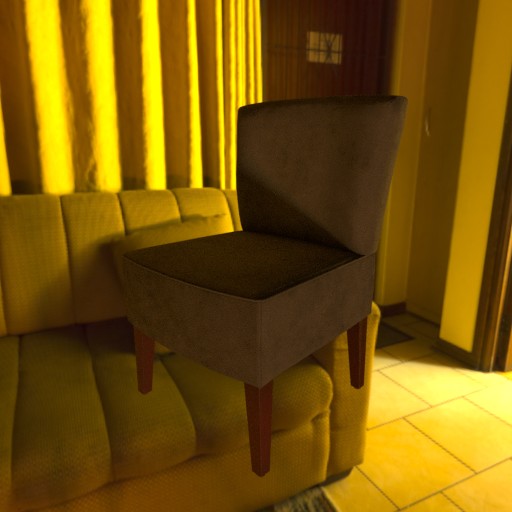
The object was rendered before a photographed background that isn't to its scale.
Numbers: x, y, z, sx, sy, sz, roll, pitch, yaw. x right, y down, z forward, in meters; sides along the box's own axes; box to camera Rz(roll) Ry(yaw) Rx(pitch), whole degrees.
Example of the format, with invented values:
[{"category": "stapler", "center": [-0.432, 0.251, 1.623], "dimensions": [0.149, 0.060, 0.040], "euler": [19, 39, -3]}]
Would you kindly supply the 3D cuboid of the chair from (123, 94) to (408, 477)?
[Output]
[{"category": "chair", "center": [0.000, 0.000, 1.154], "dimensions": [0.521, 0.806, 0.554], "euler": [14, 20, 42]}]
